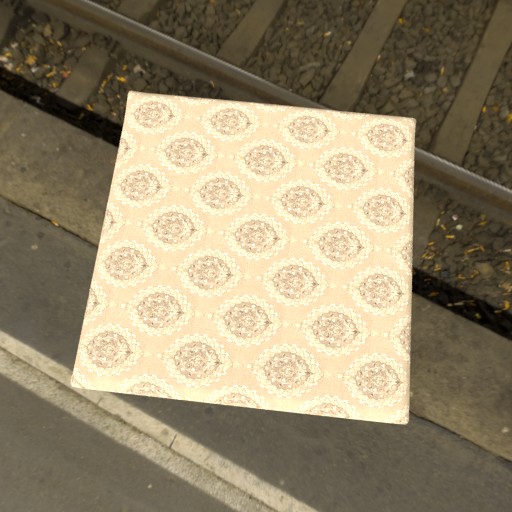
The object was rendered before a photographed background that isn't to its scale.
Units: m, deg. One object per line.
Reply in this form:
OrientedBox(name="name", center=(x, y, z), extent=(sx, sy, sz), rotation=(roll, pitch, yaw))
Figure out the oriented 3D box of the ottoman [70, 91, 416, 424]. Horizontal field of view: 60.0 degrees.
OrientedBox(name="ottoman", center=(0.000, 0.000, 1.398), extent=(0.890, 0.411, 0.889), rotation=(6, 76, 2))
